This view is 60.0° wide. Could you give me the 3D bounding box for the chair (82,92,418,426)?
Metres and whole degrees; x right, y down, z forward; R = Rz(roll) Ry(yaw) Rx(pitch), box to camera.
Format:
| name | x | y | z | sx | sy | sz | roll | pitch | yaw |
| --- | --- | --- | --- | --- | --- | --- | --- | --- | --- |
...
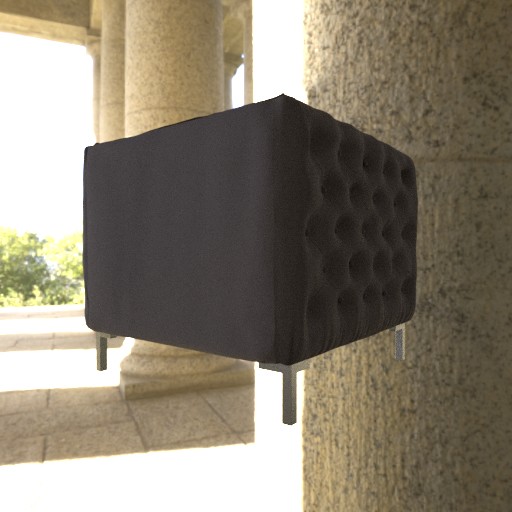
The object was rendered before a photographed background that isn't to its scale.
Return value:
| name | x | y | z | sx | sy | sz | roll | pitch | yaw |
| --- | --- | --- | --- | --- | --- | --- | --- | --- | --- |
| chair | 0.000 | 0.000 | 1.641 | 0.946 | 0.807 | 0.913 | 1 | 1 | 37 |
